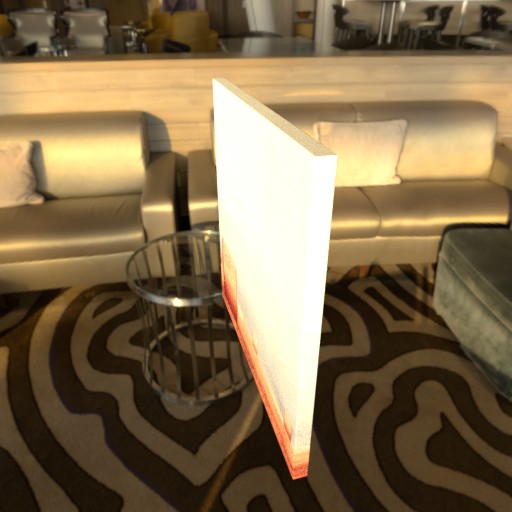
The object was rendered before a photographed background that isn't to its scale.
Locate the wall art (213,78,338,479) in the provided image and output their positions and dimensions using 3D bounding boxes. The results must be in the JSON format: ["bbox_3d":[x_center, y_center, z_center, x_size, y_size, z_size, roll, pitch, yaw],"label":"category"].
[{"bbox_3d":[0.000,0.000,0.915,0.034,0.605,0.605,-8,31,-14],"label":"wall art"}]
